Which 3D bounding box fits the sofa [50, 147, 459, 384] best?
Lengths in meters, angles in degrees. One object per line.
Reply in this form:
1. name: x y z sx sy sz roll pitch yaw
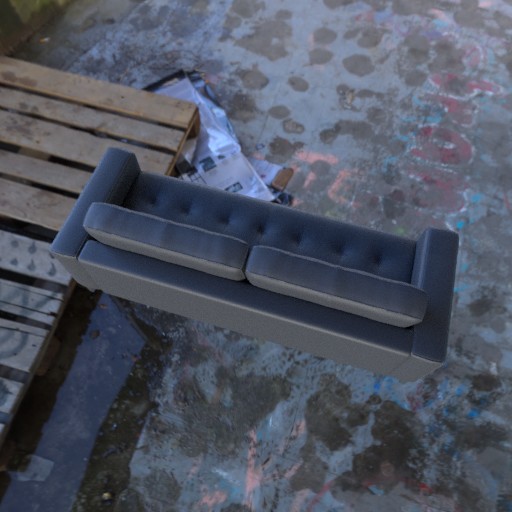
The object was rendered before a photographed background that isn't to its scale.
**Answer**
1. sofa: 0.000 0.000 2.722 2.275 0.893 0.833 15 64 8
